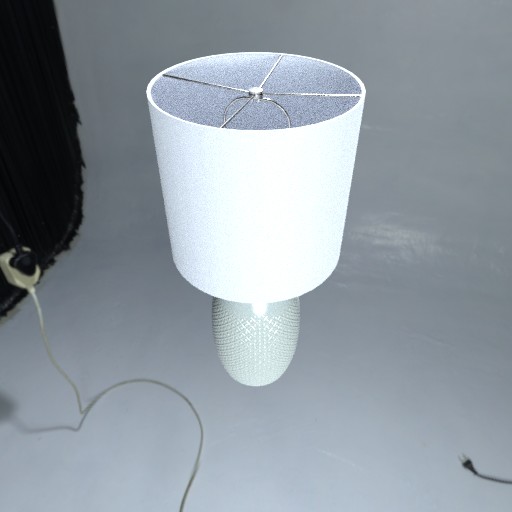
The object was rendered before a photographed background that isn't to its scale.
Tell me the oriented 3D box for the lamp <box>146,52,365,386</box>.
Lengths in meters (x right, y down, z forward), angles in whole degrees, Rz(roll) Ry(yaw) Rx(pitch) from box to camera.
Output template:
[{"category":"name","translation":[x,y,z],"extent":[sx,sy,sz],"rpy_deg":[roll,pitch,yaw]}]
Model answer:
[{"category":"lamp","translation":[0.000,0.000,0.592],"extent":[0.217,0.453,0.217],"rpy_deg":[11,42,13]}]
